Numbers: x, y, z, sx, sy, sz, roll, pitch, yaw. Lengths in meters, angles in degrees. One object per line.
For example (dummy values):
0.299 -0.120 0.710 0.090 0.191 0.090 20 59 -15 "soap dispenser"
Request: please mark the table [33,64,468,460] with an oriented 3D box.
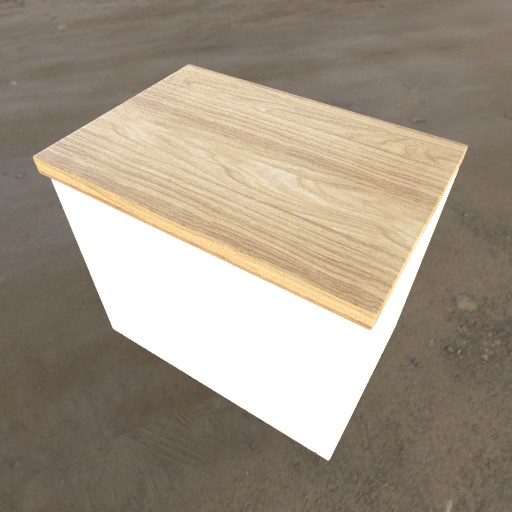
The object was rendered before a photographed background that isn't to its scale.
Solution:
0.000 0.000 0.780 0.500 0.440 0.360 25 51 21 "table"
